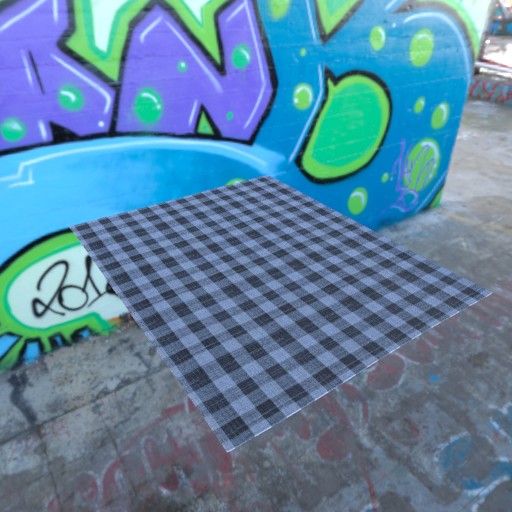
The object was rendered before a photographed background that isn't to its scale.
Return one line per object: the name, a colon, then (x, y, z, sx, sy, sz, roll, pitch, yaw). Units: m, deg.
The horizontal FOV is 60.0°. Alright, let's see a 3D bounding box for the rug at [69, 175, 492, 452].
rug: (0.000, 0.000, 3.928, 2.432, 0.013, 3.021, -20, 37, -29)
